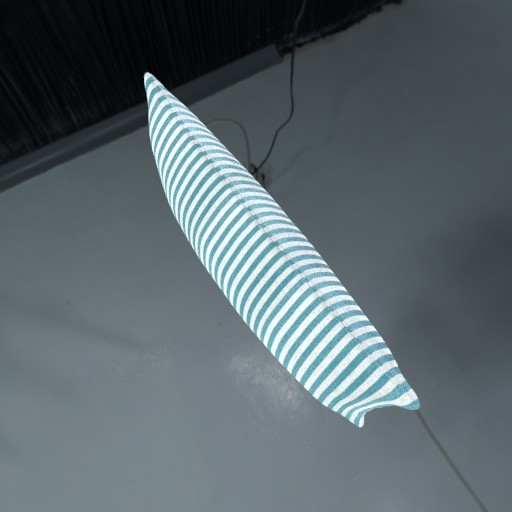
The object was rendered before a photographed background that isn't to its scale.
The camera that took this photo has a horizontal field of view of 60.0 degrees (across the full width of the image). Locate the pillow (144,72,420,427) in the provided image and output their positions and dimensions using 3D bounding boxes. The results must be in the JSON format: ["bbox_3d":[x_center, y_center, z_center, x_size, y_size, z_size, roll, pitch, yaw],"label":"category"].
[{"bbox_3d":[0.000,0.000,0.720,0.151,0.295,0.617,-32,68,-14],"label":"pillow"}]
